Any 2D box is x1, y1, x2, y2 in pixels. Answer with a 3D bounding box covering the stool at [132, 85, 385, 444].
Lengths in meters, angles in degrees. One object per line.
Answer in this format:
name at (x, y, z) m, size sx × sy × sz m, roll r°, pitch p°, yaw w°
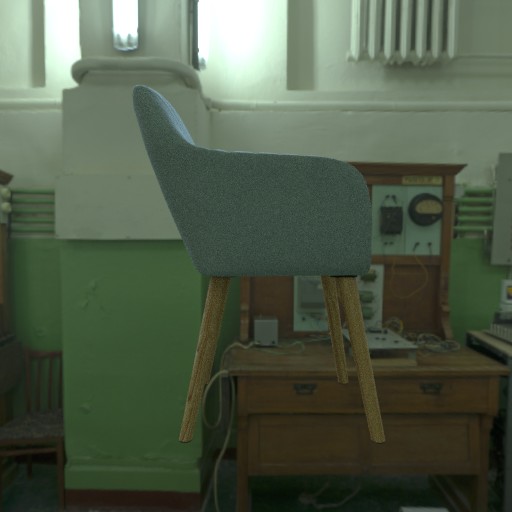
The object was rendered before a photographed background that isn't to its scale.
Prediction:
stool at (0.000, 0.000, 1.198) m, size 0.590 × 0.830 × 0.503 m, roll 0°, pitch 3°, yaw 0°
